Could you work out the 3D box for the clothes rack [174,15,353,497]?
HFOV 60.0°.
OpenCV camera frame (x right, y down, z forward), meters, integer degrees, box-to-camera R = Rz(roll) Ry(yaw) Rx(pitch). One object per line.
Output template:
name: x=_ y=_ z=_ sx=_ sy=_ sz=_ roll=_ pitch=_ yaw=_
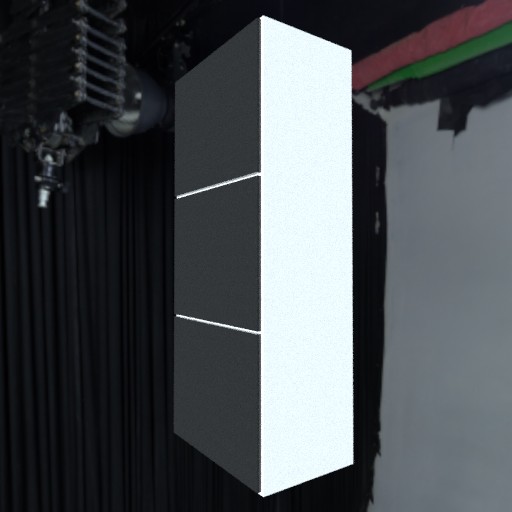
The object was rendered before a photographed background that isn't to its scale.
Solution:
clothes rack: x=0.000 y=0.000 z=1.385 sx=0.330 sy=1.187 sz=0.500 roll=1 pitch=-1 yaw=-35
